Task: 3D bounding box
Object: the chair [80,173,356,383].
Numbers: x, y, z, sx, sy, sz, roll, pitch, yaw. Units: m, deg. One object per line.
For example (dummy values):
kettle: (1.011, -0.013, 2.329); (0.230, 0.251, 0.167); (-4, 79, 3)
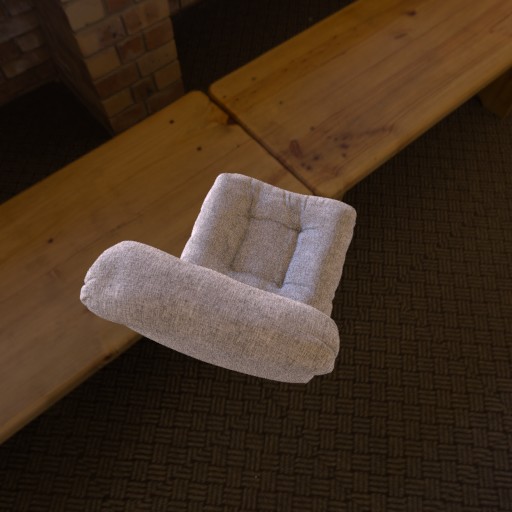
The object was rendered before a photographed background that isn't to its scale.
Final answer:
chair: (0.000, 0.000, 0.989); (0.400, 0.600, 0.583); (16, 65, 8)
